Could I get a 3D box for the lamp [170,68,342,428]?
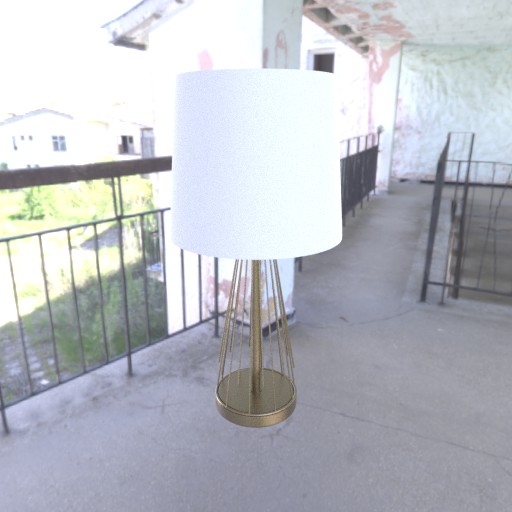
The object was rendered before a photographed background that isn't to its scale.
[{"bbox_3d":[0.000,0.000,0.806,0.303,0.618,0.303,0,17,0],"label":"lamp"}]
